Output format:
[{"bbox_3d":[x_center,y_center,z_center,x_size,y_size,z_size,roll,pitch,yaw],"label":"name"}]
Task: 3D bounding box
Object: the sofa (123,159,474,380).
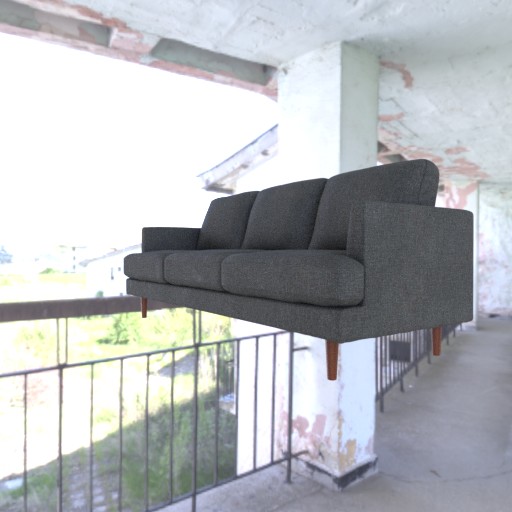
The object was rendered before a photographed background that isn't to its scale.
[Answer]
[{"bbox_3d":[0.000,0.000,2.677,0.903,0.930,2.246,0,1,-35],"label":"sofa"}]
